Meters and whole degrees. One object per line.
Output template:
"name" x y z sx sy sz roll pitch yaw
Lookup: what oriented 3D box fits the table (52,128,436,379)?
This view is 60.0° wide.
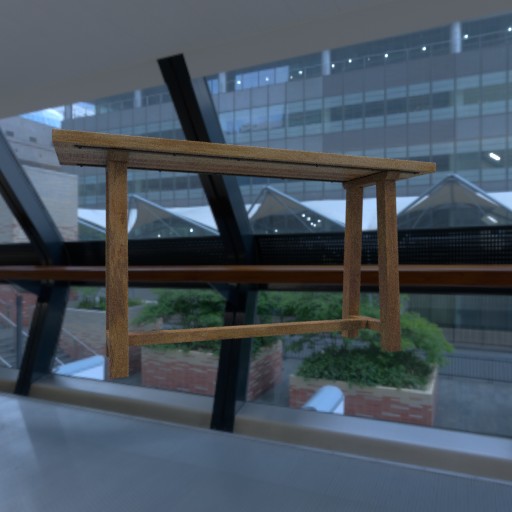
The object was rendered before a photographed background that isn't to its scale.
"table" 0.000 0.000 1.856 1.524 0.810 0.405 0 1 -21
